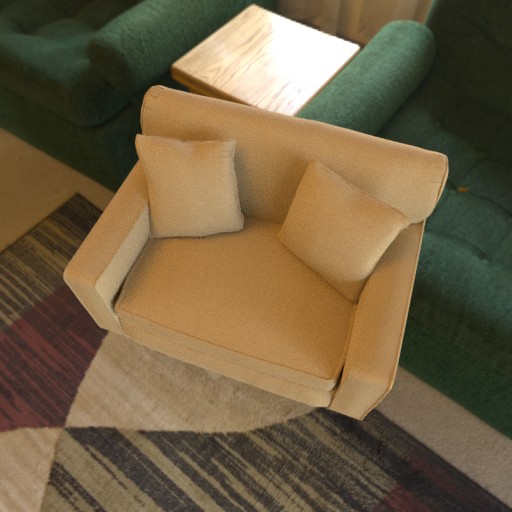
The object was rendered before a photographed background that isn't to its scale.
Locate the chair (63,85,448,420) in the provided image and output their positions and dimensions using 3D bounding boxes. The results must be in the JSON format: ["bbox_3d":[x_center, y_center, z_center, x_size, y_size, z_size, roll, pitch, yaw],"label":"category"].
[{"bbox_3d":[0.000,0.000,2.065,1.383,0.948,1.000,17,60,10],"label":"chair"}]
